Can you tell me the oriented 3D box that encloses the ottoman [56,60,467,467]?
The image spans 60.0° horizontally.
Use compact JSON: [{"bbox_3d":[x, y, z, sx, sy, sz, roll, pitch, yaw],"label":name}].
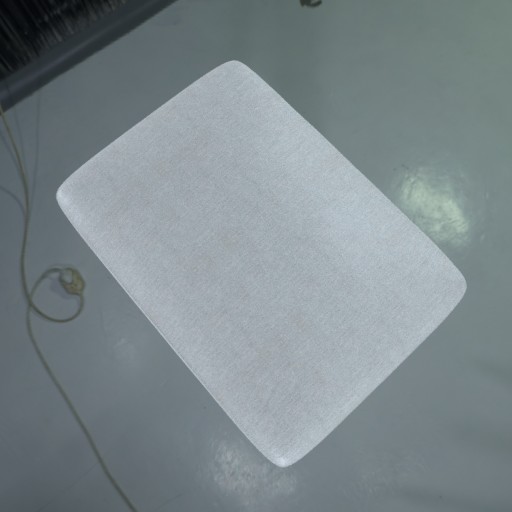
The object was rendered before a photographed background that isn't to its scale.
[{"bbox_3d":[0.000,0.000,1.022,0.528,0.404,0.735,-41,78,-10],"label":"ottoman"}]
